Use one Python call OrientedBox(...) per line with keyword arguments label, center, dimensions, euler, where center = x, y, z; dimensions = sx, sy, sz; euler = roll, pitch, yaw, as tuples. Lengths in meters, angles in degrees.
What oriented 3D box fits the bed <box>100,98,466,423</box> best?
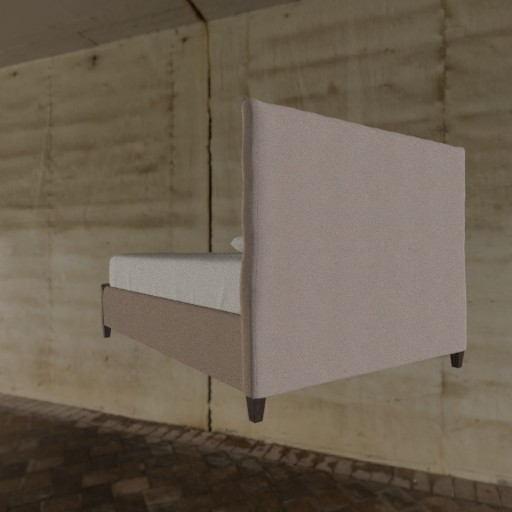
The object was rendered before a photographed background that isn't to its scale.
OrientedBox(label="bed", center=(0.000, 0.000, 3.356), dimensions=(1.698, 1.427, 2.387), euler=(-1, 1, -35))
